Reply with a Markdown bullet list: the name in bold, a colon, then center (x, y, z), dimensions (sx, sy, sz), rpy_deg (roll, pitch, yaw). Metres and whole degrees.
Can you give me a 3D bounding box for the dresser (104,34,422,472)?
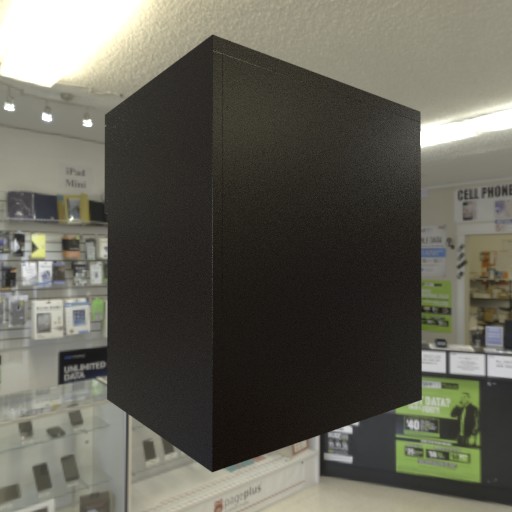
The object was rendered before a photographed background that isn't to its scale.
- **dresser**: center (0.000, 0.000, 0.738), dimensions (0.400, 0.470, 0.360), rpy_deg (1, -1, -38)
